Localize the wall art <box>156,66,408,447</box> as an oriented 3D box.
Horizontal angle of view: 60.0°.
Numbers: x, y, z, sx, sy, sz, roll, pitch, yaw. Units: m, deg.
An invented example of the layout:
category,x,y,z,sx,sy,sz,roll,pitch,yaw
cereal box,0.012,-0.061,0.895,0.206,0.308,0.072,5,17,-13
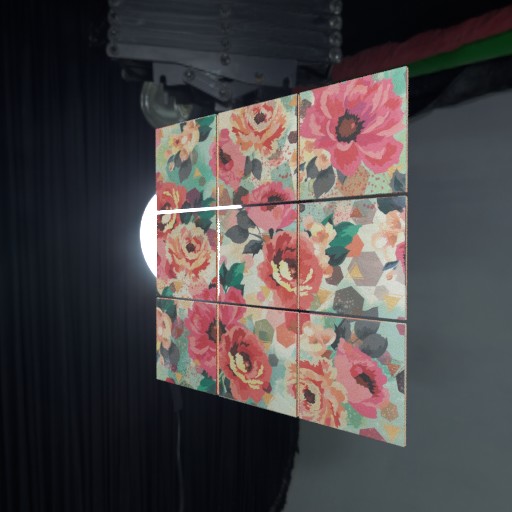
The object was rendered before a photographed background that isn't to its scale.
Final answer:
category,x,y,z,sx,sy,sz,roll,pitch,yaw
wall art,0.000,0.000,1.342,0.911,0.910,0.012,1,1,38
